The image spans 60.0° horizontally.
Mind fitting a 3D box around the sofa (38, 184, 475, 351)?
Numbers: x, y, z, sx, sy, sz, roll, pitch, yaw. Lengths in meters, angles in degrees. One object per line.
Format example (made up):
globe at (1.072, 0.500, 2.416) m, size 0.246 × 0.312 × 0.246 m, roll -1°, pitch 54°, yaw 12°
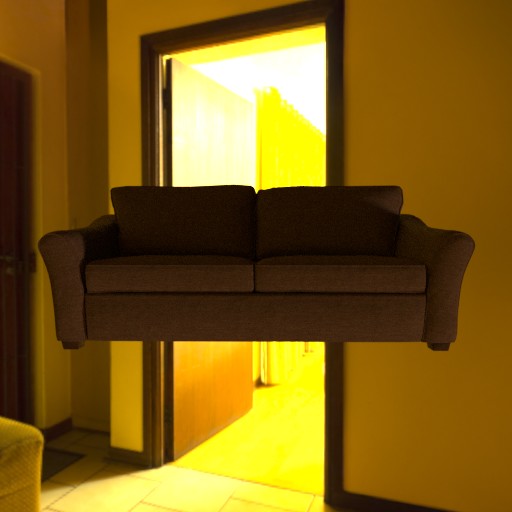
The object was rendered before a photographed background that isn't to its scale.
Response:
sofa at (0.000, 0.000, 2.704) m, size 2.270 × 0.950 × 0.971 m, roll 0°, pitch 1°, yaw 1°
